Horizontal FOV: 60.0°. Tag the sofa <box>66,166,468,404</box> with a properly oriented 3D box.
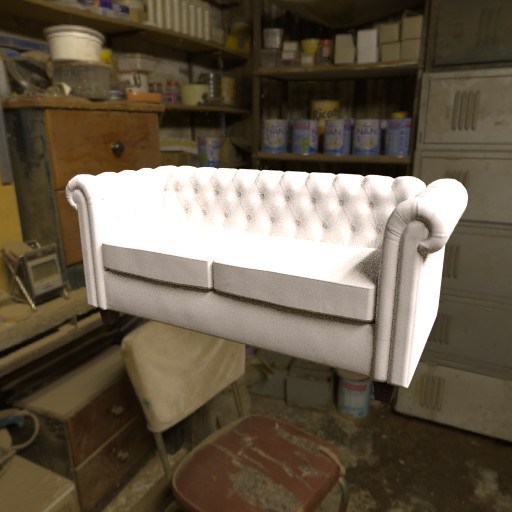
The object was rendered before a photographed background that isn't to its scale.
[{"bbox_3d":[0.000,0.000,2.210,1.798,0.796,0.771,9,18,28],"label":"sofa"}]
